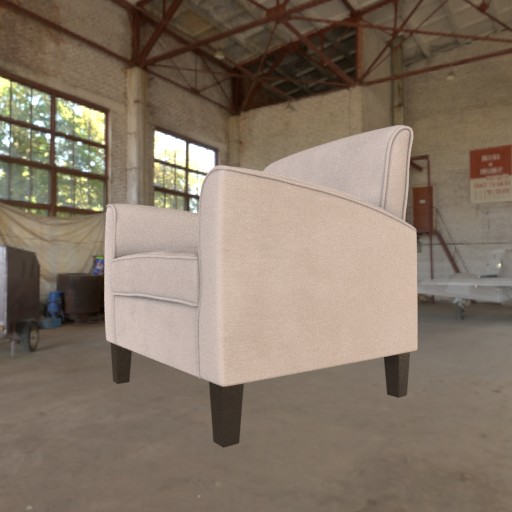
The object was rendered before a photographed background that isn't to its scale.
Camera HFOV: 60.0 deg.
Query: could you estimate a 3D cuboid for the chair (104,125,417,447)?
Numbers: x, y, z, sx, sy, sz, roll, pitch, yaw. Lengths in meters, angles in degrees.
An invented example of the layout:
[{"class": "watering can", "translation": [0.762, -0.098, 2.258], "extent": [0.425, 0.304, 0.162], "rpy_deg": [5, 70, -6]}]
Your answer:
[{"class": "chair", "translation": [0.000, 0.000, 1.555], "extent": [0.821, 0.915, 0.820], "rpy_deg": [1, -2, -37]}]
